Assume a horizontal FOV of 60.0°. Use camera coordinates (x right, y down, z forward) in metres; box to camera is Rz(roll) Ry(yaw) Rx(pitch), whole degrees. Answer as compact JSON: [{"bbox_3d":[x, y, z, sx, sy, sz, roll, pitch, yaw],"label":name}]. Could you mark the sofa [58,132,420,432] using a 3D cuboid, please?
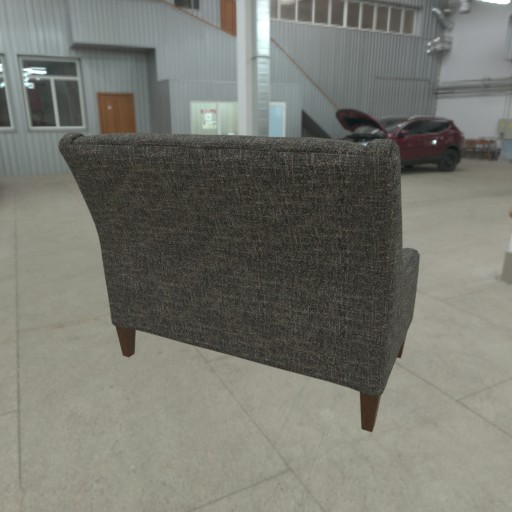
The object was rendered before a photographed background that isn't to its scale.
[{"bbox_3d":[0.000,0.000,1.879,1.242,1.021,0.870,9,19,26],"label":"sofa"}]
